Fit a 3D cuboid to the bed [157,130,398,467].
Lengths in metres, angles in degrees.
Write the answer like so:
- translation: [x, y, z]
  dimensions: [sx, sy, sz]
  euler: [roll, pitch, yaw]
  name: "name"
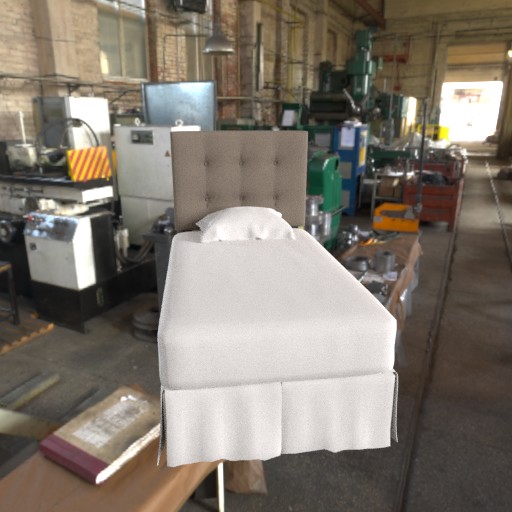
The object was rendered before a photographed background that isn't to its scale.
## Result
- translation: [0.000, 0.000, 2.963]
  dimensions: [1.261, 1.571, 1.997]
  euler: [-2, 17, -8]
  name: "bed"
